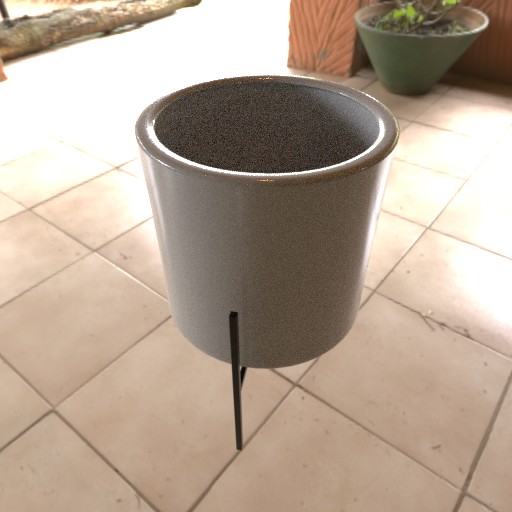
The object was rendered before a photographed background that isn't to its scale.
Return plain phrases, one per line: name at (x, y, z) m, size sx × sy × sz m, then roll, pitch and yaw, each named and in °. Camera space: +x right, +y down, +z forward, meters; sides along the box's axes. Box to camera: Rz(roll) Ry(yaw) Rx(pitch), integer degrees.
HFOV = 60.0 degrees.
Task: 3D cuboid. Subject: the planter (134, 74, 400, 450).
planter at (0.000, 0.000, 0.720) m, size 0.361 × 0.480 × 0.360 m, roll 26°, pitch 47°, yaw 28°
